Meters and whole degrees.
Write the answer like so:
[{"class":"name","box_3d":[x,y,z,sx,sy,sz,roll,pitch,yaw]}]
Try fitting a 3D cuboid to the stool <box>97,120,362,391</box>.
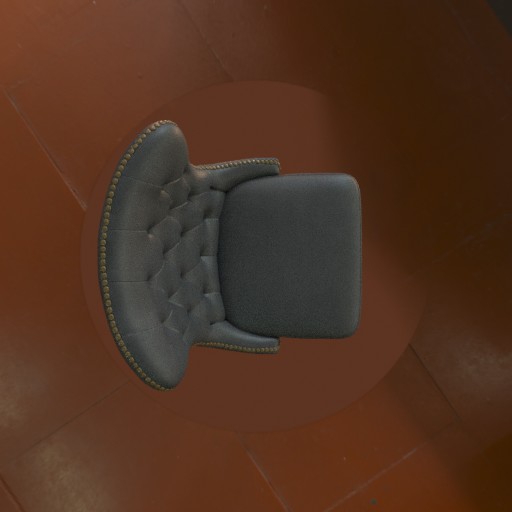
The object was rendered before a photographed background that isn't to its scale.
[{"class":"stool","box_3d":[0.000,0.000,1.290,0.593,0.971,0.528,0,90,0]}]
